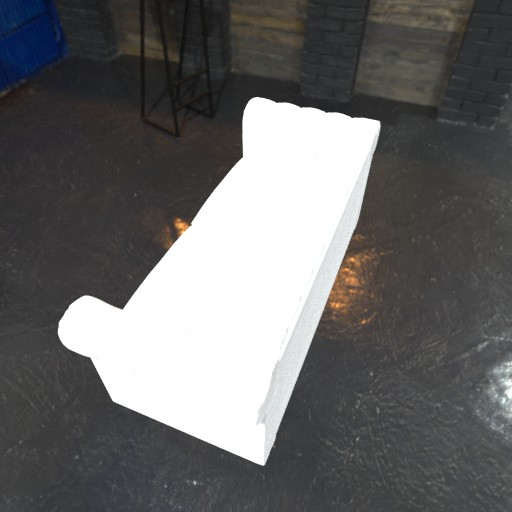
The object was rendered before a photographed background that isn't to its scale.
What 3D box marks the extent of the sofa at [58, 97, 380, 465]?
[{"bbox_3d":[0.000,0.000,2.222,0.771,0.796,1.798,17,49,15],"label":"sofa"}]
